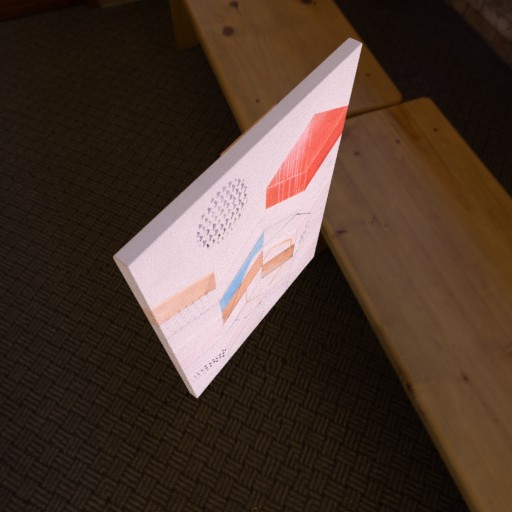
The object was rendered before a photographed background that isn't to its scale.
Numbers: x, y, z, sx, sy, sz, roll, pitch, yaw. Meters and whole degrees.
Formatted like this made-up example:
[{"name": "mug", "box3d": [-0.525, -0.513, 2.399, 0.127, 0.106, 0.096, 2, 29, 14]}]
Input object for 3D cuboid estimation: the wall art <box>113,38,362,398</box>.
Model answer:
[{"name": "wall art", "box3d": [0.000, 0.000, 1.338, 0.045, 1.014, 0.759, 34, 66, 18]}]
